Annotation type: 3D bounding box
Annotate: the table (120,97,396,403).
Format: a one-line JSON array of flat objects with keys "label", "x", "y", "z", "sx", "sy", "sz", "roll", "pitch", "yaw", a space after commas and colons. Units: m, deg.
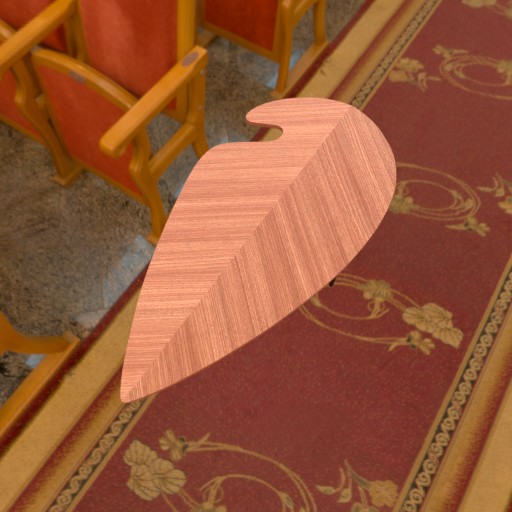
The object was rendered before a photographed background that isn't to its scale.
[{"label": "table", "x": 0.000, "y": 0.000, "z": 1.491, "sx": 0.598, "sy": 0.360, "sz": 1.199, "roll": 31, "pitch": 68, "yaw": 14}]
